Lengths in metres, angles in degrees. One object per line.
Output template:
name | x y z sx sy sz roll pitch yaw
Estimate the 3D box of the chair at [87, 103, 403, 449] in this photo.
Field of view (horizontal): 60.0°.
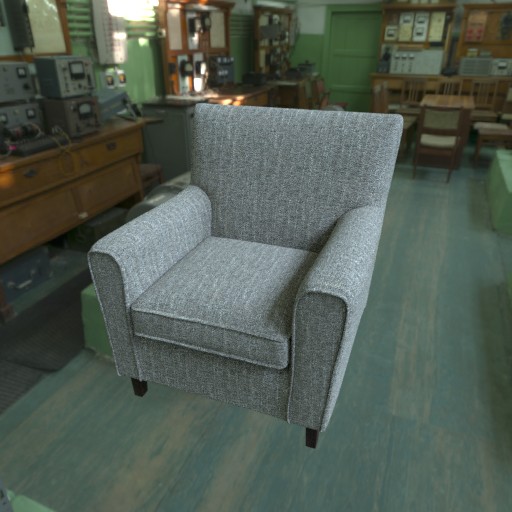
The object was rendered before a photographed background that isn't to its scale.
chair | 0.000 0.000 1.633 0.864 0.928 0.873 10 28 18
